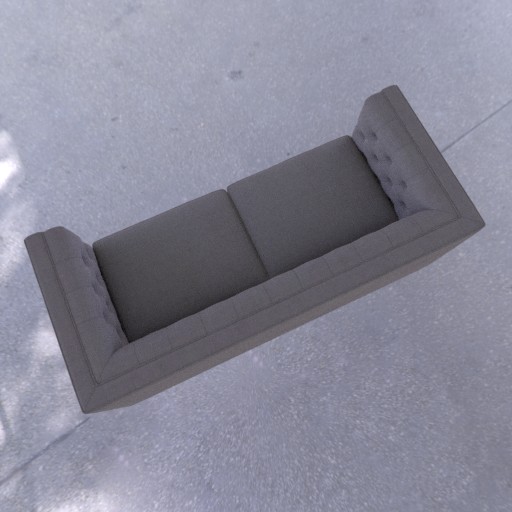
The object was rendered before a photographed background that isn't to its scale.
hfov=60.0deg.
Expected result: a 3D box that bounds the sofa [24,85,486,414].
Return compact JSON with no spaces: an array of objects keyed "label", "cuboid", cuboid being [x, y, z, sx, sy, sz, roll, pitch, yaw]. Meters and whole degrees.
[{"label":"sofa","cuboid":[0.000,0.000,2.201,1.778,0.762,0.775,-24,76,-7]}]
